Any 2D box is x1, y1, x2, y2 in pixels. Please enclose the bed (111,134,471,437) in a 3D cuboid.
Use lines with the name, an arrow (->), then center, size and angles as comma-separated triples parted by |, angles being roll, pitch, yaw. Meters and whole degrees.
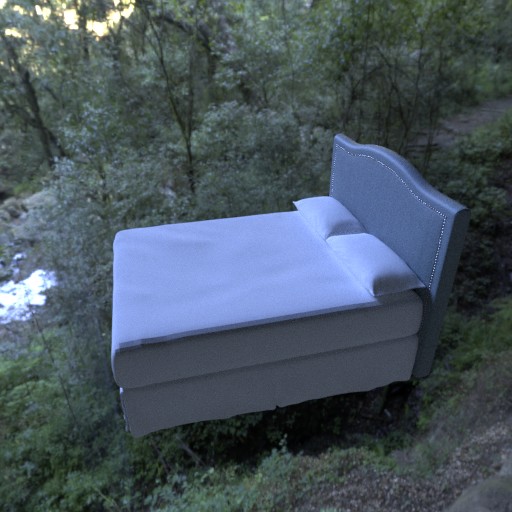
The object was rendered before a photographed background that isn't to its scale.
bed -> 0.000, 0.000, 3.350 | 2.143, 1.460, 1.753 | -7, 31, -13
